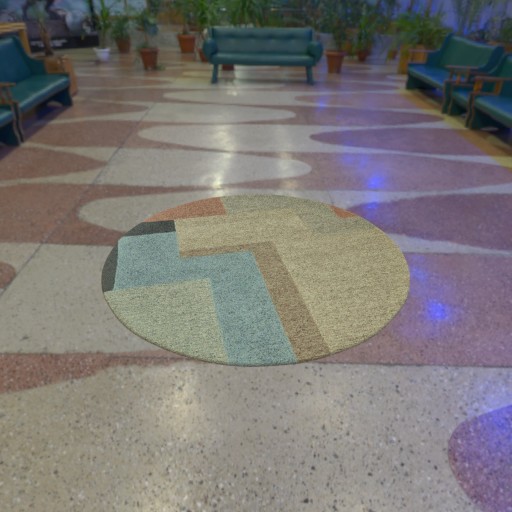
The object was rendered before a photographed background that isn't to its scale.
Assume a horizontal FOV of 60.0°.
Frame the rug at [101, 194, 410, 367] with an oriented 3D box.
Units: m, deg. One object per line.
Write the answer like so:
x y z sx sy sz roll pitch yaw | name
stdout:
0.000 0.000 3.680 2.461 0.033 2.461 0 32 0 | rug
